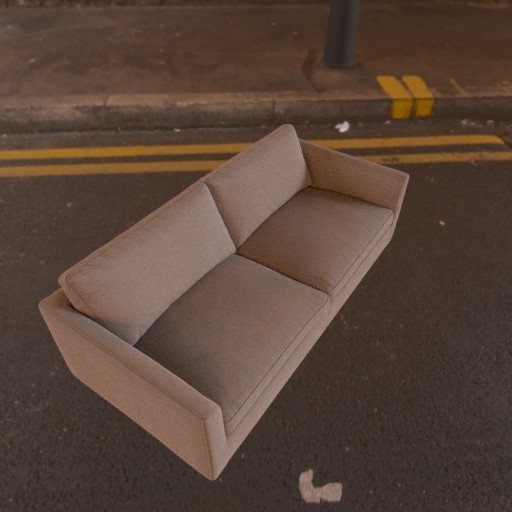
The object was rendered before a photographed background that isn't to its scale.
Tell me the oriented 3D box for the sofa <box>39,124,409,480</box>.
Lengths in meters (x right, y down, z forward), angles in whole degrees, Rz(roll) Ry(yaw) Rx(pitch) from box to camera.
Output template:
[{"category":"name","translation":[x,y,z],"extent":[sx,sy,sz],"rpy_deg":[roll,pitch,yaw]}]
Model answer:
[{"category":"sofa","translation":[0.000,0.000,2.778],"extent":[1.090,0.838,2.588],"rpy_deg":[25,47,25]}]
